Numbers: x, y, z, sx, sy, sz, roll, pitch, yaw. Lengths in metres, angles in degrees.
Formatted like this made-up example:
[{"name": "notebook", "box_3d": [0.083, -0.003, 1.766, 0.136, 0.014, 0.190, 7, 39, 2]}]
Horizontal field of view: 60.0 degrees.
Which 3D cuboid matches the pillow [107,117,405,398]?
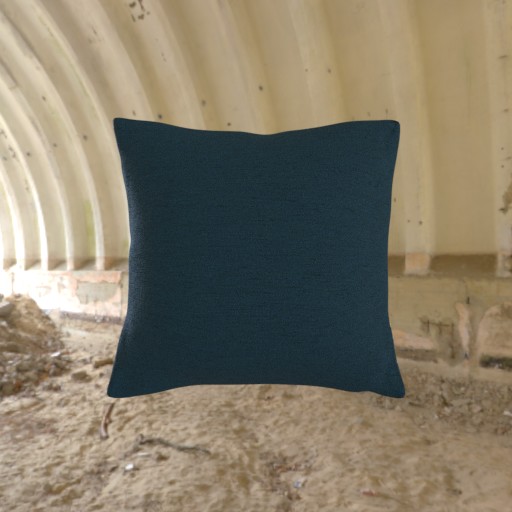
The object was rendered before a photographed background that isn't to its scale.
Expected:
[{"name": "pillow", "box_3d": [0.000, 0.000, 0.663, 0.440, 0.420, 0.145, 0, -2, 0]}]
